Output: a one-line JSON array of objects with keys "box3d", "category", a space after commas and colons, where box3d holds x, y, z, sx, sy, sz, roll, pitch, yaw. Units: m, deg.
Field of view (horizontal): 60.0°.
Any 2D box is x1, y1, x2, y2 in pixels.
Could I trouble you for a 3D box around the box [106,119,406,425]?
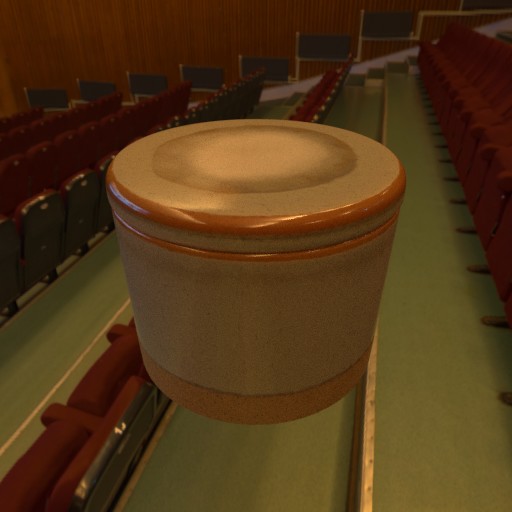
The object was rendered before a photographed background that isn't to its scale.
[{"box3d": [0.000, 0.000, 0.211, 0.123, 0.100, 0.123, 0, 31, 0], "category": "box"}]
